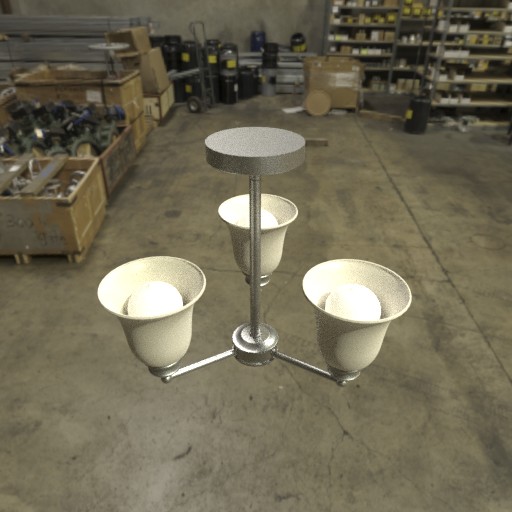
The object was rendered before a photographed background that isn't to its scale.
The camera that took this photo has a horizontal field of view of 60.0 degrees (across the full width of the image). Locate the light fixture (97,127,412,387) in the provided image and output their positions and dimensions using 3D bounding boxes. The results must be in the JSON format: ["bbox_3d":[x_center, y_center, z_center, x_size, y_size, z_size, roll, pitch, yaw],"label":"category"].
[{"bbox_3d":[0.000,0.000,0.661,0.388,0.370,0.354,1,31,1],"label":"light fixture"}]
